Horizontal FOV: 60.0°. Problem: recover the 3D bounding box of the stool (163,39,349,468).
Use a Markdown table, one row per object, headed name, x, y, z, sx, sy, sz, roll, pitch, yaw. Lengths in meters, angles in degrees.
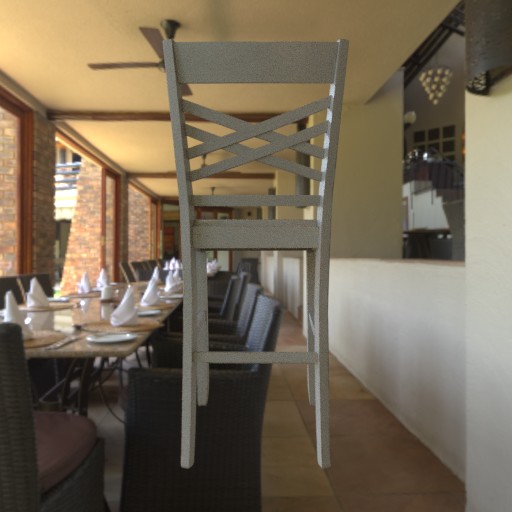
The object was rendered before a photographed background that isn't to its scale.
| name | x | y | z | sx | sy | sz | roll | pitch | yaw |
| --- | --- | --- | --- | --- | --- | --- | --- | --- | --- |
| stool | 0.000 | 0.000 | 1.353 | 0.462 | 1.079 | 0.539 | 0 | 0 | 0 |
